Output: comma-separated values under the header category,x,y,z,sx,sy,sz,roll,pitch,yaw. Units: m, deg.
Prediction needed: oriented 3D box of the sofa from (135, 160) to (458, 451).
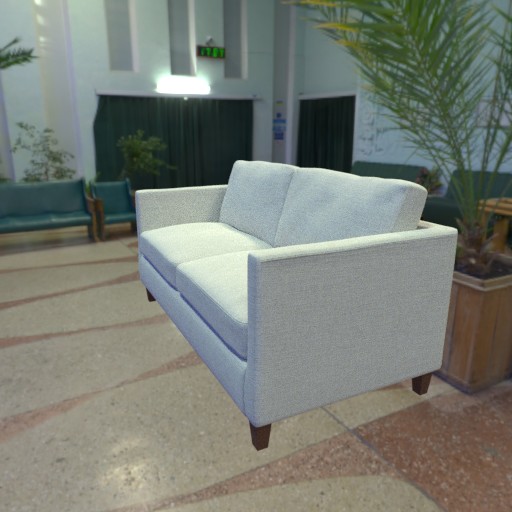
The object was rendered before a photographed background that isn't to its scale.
category,x,y,z,sx,sy,sz,roll,pitch,yaw
sofa,0.000,0.000,2.441,0.950,0.963,1.838,-8,17,-25
